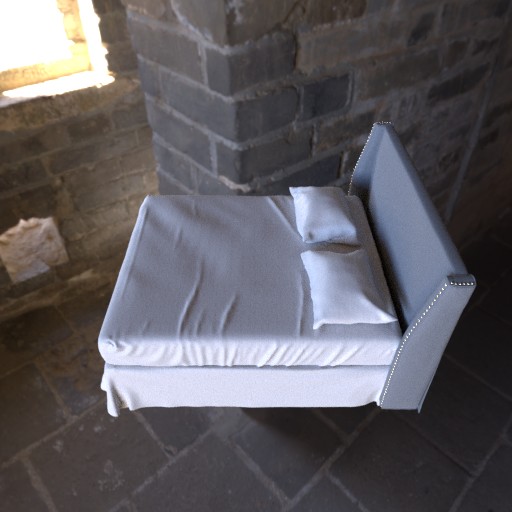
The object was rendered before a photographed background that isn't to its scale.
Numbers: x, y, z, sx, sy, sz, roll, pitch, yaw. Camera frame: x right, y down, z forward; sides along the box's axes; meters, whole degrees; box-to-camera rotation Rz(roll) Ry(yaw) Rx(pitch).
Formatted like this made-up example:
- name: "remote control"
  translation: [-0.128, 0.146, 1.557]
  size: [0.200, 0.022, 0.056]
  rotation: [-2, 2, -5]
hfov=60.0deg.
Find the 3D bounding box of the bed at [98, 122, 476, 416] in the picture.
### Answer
- name: "bed"
  translation: [0.000, 0.000, 3.382]
  size: [2.276, 1.332, 1.925]
  rotation: [0, 42, 0]
